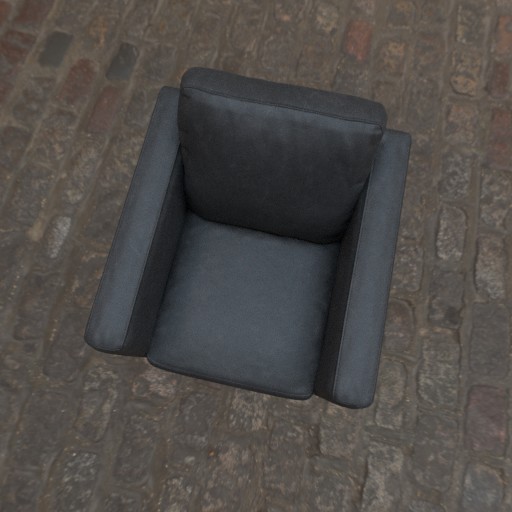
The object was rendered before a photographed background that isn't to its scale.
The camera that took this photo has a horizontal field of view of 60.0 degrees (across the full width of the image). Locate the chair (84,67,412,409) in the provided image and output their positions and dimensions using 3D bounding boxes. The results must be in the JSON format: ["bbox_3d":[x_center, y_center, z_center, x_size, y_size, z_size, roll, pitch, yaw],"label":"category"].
[{"bbox_3d":[0.000,0.000,1.520,0.831,0.898,0.879,12,75,3],"label":"chair"}]
